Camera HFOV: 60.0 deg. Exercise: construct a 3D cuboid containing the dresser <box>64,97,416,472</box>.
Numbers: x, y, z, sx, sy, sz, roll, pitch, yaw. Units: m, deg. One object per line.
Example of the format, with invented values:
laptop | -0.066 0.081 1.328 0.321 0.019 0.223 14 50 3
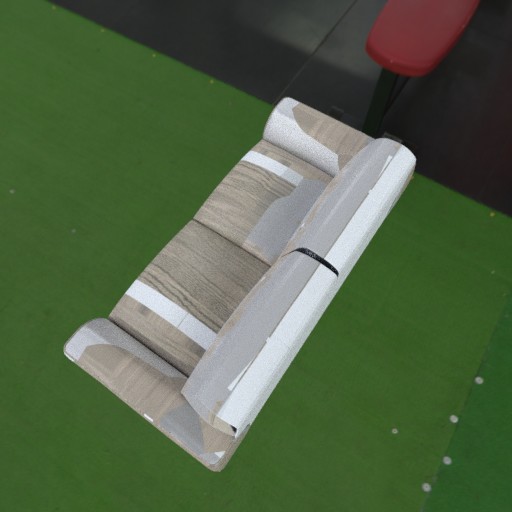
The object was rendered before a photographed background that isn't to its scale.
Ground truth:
dresser | 0.000 0.000 5.768 2.251 1.863 4.679 32 68 14
